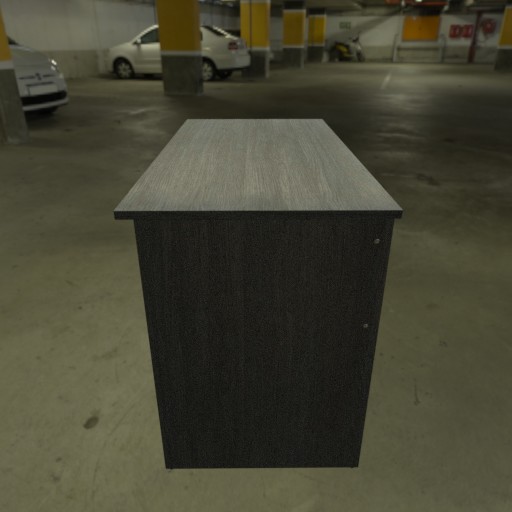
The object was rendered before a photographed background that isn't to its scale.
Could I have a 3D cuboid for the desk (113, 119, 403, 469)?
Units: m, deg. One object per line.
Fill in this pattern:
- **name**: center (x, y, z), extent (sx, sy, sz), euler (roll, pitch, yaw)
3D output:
- **desk**: center (0.000, 0.000, 1.508), extent (0.560, 0.730, 1.096), euler (0, 26, 0)
